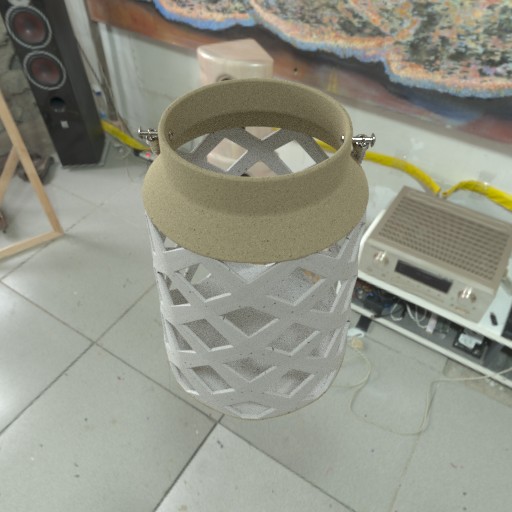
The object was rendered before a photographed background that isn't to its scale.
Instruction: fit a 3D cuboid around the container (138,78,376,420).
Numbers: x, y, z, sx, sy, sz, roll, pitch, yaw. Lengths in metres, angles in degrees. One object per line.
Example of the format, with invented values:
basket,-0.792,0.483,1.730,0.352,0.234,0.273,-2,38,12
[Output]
container,0.000,0.000,0.334,0.163,0.229,0.172,2,47,2
